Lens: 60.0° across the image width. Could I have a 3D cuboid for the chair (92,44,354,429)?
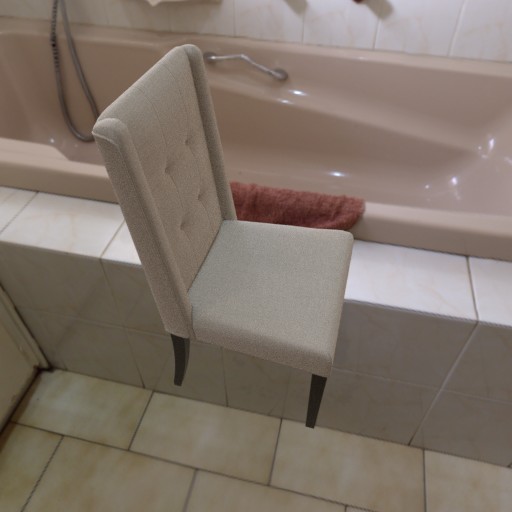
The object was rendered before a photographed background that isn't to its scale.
[{"bbox_3d":[0.000,0.000,1.240,0.523,0.961,0.474,11,46,11],"label":"chair"}]
